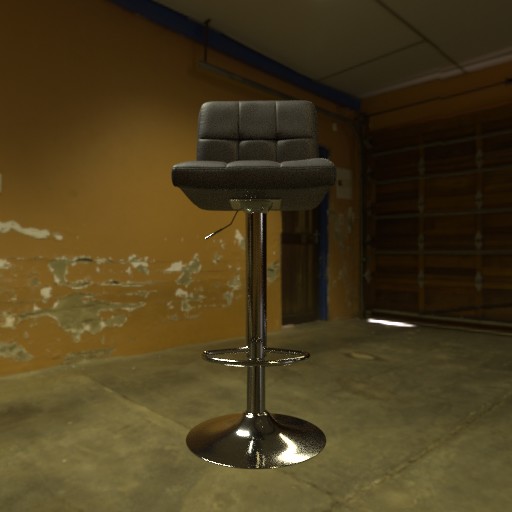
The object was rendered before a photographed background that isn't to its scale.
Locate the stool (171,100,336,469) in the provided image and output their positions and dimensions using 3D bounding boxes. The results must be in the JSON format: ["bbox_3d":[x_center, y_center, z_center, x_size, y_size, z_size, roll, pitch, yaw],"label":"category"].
[{"bbox_3d":[0.000,0.000,1.360,0.430,1.115,0.505,0,-1,2],"label":"stool"}]
